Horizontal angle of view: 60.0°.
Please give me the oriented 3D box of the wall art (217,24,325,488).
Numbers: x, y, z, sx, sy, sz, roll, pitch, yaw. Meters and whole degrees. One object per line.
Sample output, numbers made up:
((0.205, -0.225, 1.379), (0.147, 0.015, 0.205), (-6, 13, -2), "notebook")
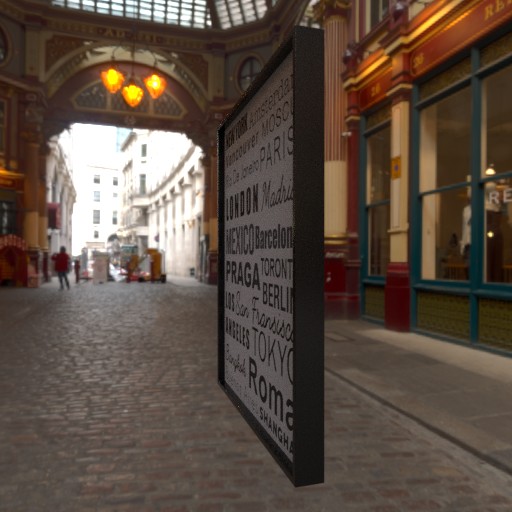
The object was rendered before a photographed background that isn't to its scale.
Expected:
((0.000, 0.000, 0.746), (0.038, 0.551, 0.448), (0, 0, -17), "wall art")
